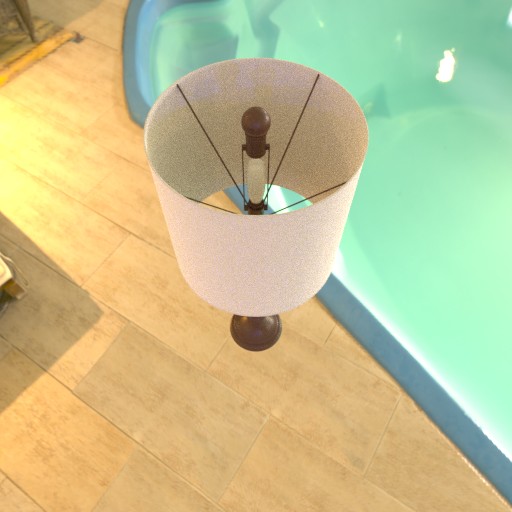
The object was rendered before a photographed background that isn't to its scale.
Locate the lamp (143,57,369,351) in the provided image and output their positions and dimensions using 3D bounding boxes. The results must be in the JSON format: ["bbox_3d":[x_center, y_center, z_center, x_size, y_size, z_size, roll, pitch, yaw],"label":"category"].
[{"bbox_3d":[0.000,0.000,0.730,0.250,0.597,0.250,34,64,19],"label":"lamp"}]
